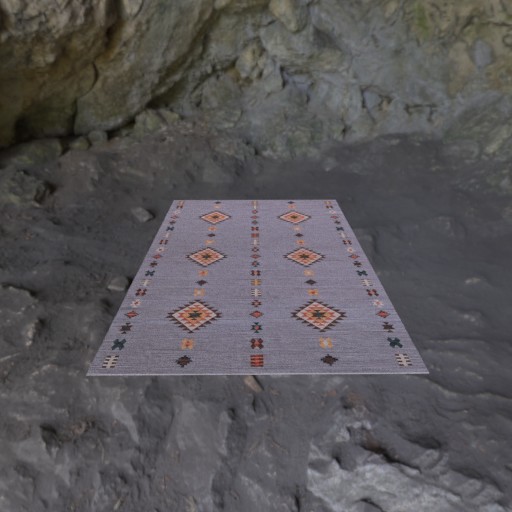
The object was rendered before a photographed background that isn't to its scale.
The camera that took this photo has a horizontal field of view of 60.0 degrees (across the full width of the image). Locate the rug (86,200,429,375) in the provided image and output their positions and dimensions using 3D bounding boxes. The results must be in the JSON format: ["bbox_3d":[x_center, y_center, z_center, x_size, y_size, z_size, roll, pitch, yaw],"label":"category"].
[{"bbox_3d":[0.000,0.000,3.050,1.515,0.007,2.427,0,25,0],"label":"rug"}]
